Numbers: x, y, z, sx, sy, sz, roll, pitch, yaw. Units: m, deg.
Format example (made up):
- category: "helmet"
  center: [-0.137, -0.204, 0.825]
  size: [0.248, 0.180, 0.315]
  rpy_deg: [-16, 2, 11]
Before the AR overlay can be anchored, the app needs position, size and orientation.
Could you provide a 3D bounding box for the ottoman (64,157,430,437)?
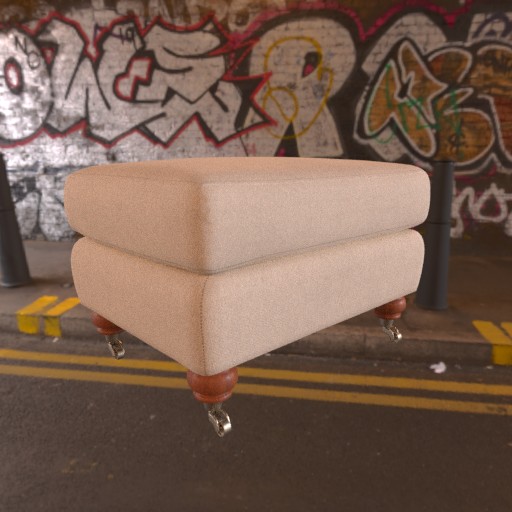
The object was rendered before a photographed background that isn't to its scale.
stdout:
- category: "ottoman"
  center: [0.000, 0.000, 1.144]
  size: [0.773, 0.499, 0.569]
  rpy_deg: [-12, 18, -41]
